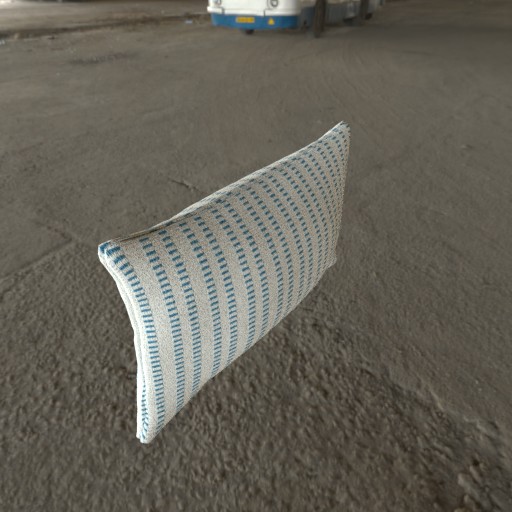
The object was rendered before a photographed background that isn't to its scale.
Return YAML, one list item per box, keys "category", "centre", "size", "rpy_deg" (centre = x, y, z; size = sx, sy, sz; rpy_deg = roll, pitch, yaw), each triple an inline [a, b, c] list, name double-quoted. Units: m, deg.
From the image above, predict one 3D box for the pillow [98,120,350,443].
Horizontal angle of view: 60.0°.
- category: "pillow"
  centre: [0.000, 0.000, 0.811]
  size: [0.210, 0.353, 0.640]
  rpy_deg: [21, 38, 29]
